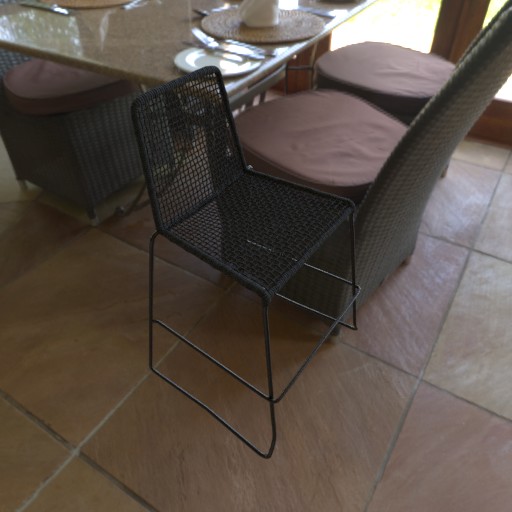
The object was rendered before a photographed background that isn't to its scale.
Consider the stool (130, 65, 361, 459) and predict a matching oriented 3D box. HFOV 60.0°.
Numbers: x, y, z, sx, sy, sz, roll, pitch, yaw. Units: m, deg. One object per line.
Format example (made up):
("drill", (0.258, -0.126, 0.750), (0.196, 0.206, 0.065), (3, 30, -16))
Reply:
("stool", (0.000, 0.000, 1.264), (0.509, 0.905, 0.590), (25, 47, 26))
